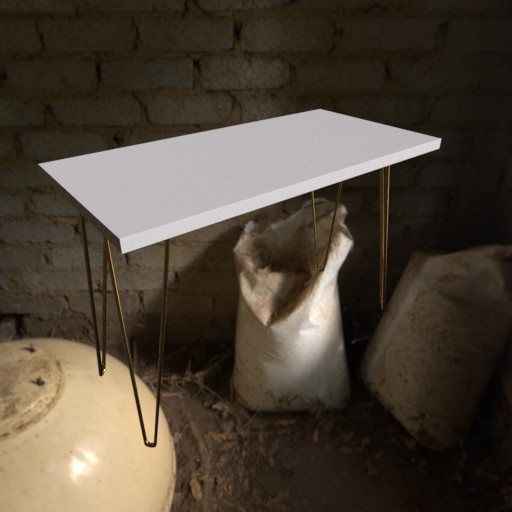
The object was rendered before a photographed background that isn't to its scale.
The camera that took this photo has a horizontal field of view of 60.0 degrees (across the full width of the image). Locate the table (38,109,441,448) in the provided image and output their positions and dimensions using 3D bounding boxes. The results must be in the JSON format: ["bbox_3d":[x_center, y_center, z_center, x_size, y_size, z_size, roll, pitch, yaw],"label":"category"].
[{"bbox_3d":[0.000,0.000,1.363,0.991,0.660,0.498,-22,37,-32],"label":"table"}]
